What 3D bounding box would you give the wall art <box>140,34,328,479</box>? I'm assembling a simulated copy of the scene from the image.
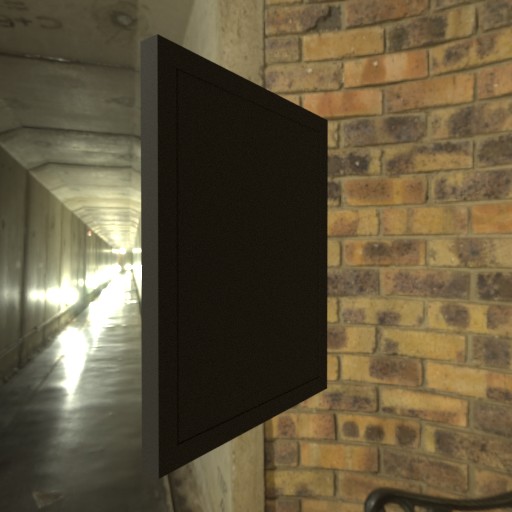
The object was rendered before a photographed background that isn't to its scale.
[{"bbox_3d":[0.000,0.000,0.749,0.033,0.559,0.457,1,1,37],"label":"wall art"}]
